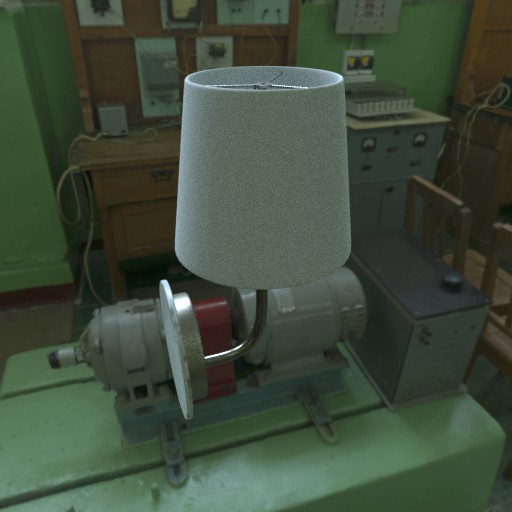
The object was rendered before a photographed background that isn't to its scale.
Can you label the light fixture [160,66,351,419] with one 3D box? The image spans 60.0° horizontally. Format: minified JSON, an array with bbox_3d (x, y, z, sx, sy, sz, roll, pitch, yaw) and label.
[{"bbox_3d":[0.000,0.000,0.445,0.188,0.337,0.168,-10,32,-16],"label":"light fixture"}]
